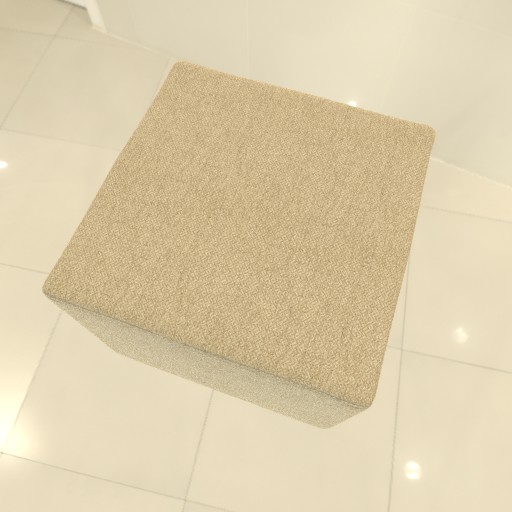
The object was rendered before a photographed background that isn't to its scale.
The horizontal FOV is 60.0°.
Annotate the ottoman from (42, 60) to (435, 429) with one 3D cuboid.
[{"bbox_3d":[0.000,0.000,0.879,0.508,0.432,0.508,18,66,8],"label":"ottoman"}]
